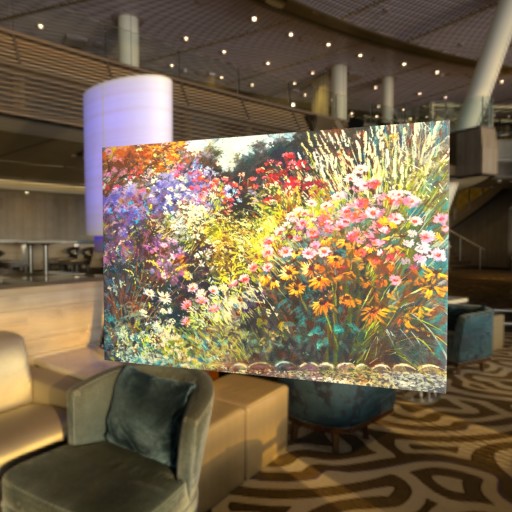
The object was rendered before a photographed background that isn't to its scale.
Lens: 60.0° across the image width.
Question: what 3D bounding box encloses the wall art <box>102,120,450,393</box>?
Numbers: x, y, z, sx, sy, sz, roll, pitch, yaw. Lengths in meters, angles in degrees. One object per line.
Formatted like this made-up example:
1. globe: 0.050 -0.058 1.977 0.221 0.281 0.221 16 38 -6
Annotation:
1. wall art: 0.000 0.000 1.427 1.136 0.760 0.042 1 2 18
